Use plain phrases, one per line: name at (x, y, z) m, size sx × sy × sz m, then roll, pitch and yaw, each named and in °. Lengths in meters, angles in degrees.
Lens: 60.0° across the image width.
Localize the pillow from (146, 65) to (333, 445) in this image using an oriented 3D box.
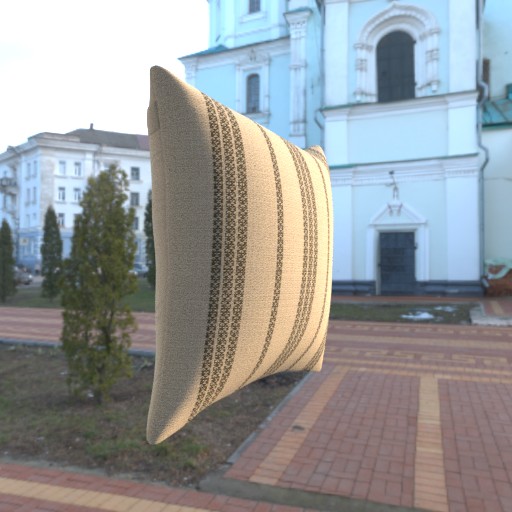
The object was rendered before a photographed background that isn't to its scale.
pillow at (0.000, 0.000, 0.634) m, size 0.173 × 0.406 × 0.405 m, roll -1°, pitch -1°, yaw 34°
